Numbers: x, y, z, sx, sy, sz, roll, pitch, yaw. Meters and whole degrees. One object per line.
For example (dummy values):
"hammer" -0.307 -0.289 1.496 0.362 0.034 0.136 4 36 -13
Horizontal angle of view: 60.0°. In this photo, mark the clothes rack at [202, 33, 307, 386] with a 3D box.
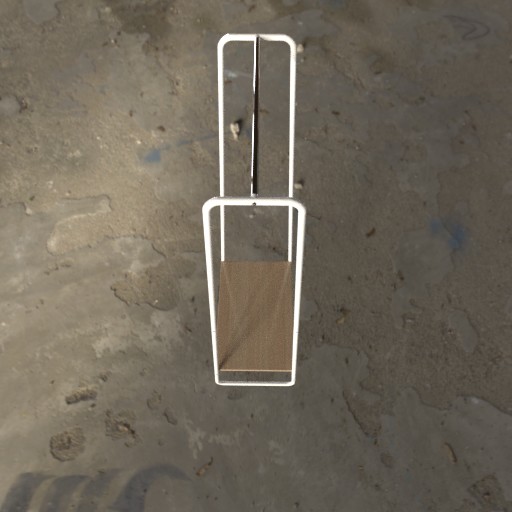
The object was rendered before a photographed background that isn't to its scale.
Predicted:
"clothes rack" 0.000 0.000 1.788 0.400 1.500 0.640 1 59 0
